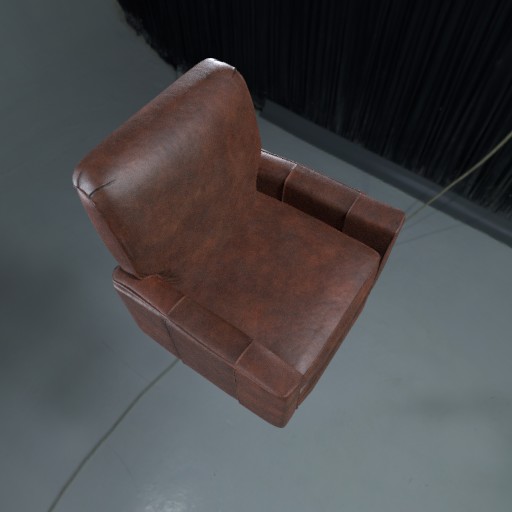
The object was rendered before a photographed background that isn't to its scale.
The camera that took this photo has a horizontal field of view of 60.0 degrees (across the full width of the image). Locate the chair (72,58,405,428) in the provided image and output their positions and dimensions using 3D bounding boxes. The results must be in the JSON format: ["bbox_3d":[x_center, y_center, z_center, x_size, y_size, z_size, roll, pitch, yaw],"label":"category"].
[{"bbox_3d":[0.000,0.000,1.670,0.836,1.043,0.843,31,63,17],"label":"chair"}]
